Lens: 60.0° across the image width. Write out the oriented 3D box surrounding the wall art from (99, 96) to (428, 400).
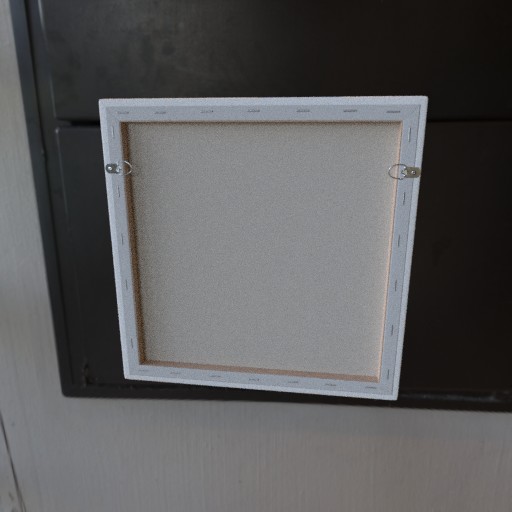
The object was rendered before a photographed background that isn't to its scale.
[{"bbox_3d":[0.000,0.000,1.356,0.912,0.914,0.039,2,16,8],"label":"wall art"}]
